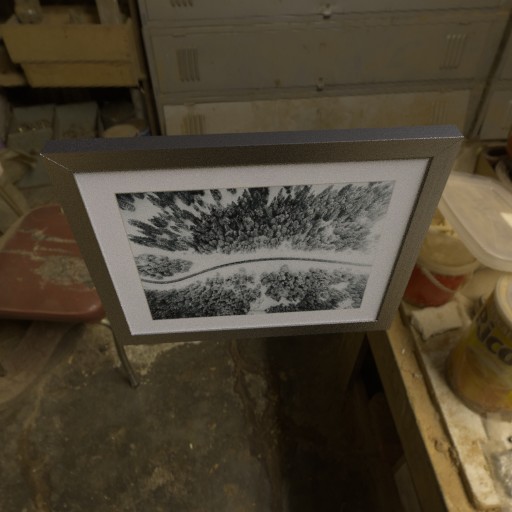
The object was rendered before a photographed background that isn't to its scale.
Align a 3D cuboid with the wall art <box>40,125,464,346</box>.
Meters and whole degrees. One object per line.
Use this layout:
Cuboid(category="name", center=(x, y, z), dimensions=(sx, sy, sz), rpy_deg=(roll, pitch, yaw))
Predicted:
Cuboid(category="wall art", center=(0.000, 0.000, 0.757), dimensions=(0.557, 0.456, 0.032), rpy_deg=(-3, 47, -3))
